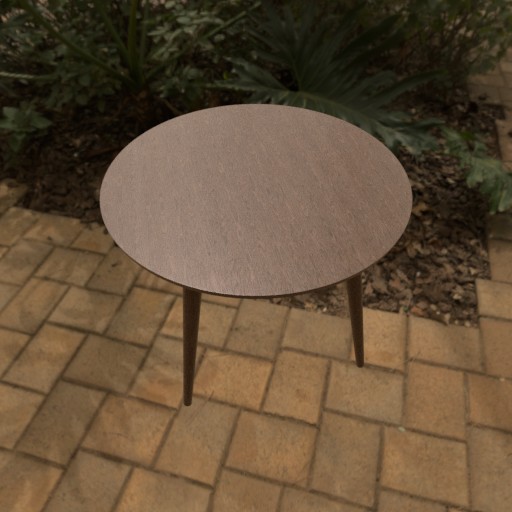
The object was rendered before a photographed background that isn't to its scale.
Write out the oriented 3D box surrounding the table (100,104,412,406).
[{"bbox_3d":[0.000,0.000,1.817,1.053,0.786,1.053,0,46,0],"label":"table"}]
